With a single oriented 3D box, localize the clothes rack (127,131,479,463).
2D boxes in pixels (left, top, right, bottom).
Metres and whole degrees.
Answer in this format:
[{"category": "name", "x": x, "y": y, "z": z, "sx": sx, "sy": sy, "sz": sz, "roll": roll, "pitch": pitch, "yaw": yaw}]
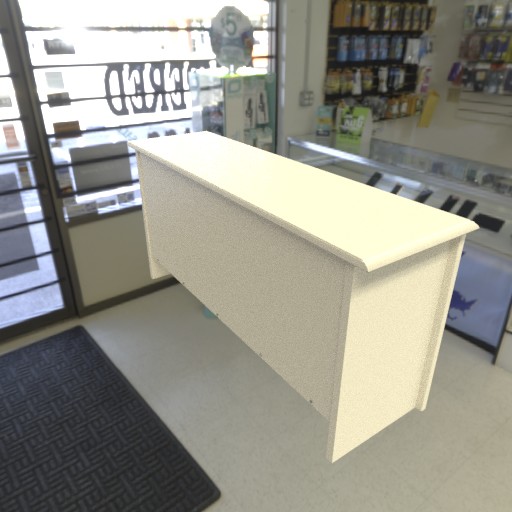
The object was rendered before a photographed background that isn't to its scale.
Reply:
[{"category": "clothes rack", "x": 0.000, "y": 0.000, "z": 1.338, "sx": 0.324, "sy": 0.531, "sz": 1.120, "roll": -17, "pitch": 32, "yaw": -31}]
